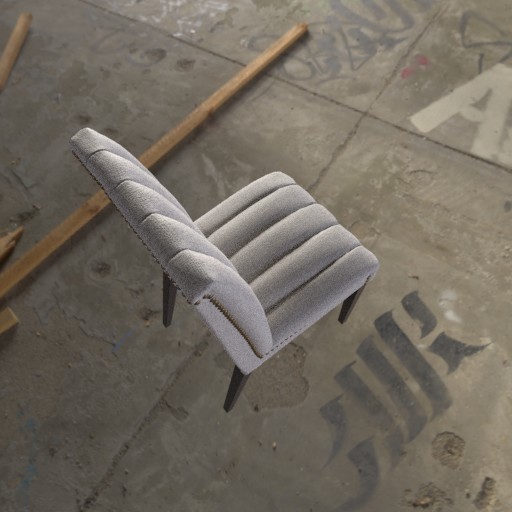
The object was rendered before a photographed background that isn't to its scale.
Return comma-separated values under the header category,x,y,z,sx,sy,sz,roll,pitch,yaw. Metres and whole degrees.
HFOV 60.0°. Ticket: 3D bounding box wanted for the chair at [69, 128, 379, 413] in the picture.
category,x,y,z,sx,sy,sz,roll,pitch,yaw
chair,0.000,0.000,1.357,0.647,1.016,0.511,-34,65,-18
